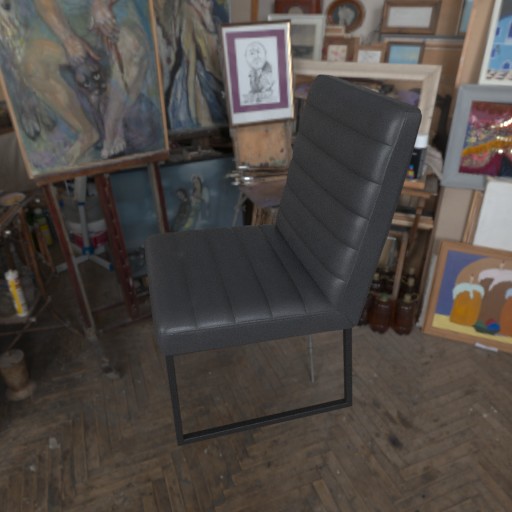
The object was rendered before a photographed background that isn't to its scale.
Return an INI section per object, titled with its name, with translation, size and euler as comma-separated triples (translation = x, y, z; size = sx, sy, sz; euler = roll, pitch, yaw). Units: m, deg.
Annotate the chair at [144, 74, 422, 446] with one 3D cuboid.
[chair]
translation = 0.000, 0.000, 1.313
size = 0.634, 0.930, 0.520
euler = -8, 31, -13
